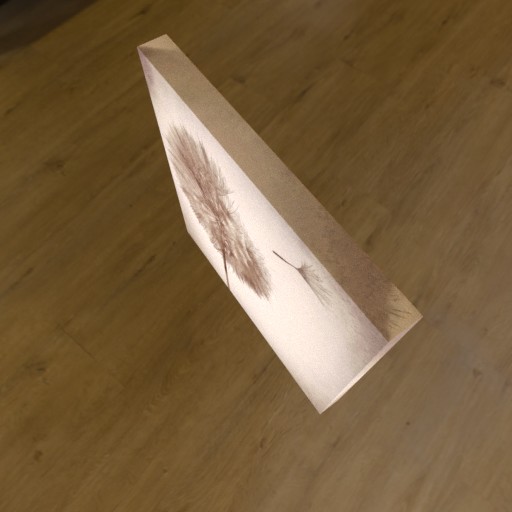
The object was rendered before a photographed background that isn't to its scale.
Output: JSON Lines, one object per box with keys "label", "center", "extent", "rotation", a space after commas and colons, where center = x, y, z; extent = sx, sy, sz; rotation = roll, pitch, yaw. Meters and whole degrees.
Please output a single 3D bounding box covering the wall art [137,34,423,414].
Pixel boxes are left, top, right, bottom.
{"label": "wall art", "center": [0.000, 0.000, 0.447], "extent": [0.028, 0.303, 0.303], "rotation": [-32, 67, -15]}
